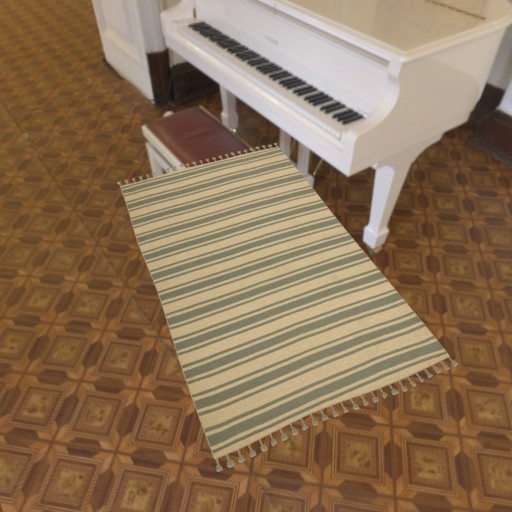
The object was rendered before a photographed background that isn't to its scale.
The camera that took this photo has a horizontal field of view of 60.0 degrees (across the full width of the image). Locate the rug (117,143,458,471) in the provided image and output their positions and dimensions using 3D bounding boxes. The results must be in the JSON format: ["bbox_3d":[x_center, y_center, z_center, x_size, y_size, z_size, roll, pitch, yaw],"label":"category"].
[{"bbox_3d":[0.000,0.000,2.593,1.222,0.009,2.084,-17,49,-16],"label":"rug"}]
